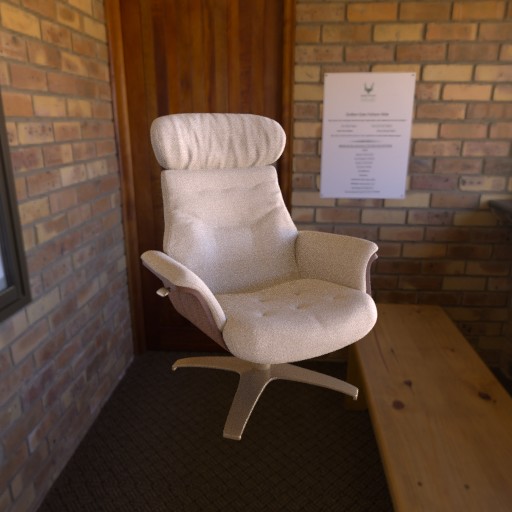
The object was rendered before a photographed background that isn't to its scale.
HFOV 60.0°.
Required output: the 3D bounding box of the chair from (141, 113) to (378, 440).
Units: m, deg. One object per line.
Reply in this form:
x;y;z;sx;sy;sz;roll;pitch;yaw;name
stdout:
0.000;0.000;1.600;0.785;0.995;0.837;-9;19;-27;chair
